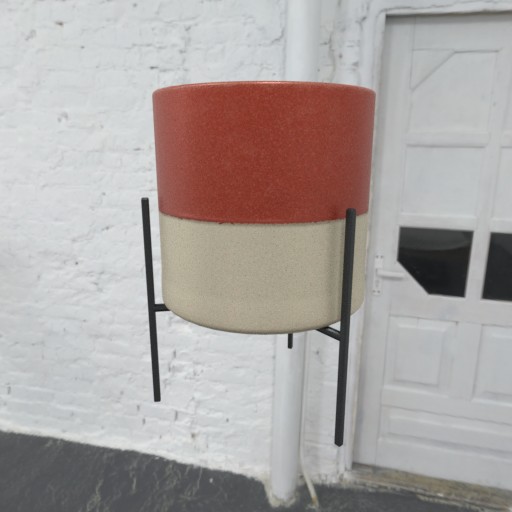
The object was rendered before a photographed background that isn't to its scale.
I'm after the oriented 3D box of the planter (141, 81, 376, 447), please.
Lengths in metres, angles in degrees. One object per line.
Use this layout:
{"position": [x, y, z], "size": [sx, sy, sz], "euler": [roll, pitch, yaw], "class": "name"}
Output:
{"position": [0.000, 0.000, 0.515], "size": [0.251, 0.354, 0.235], "euler": [-2, 15, -9], "class": "planter"}
